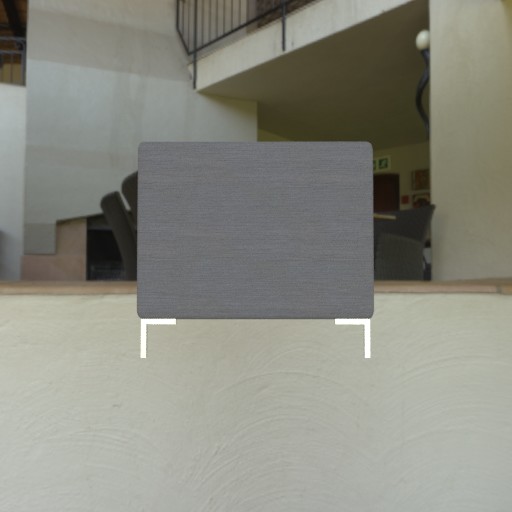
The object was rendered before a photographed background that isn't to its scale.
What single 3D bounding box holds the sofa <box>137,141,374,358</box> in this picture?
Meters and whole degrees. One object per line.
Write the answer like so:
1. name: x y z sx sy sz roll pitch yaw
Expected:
1. sofa: 0.000 0.000 2.250 0.686 0.635 1.981 0 -2 0
